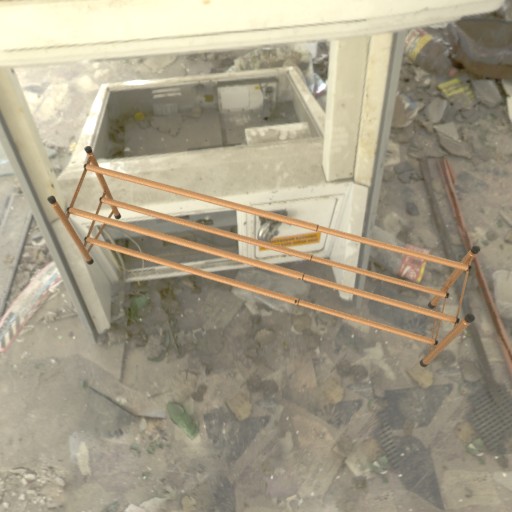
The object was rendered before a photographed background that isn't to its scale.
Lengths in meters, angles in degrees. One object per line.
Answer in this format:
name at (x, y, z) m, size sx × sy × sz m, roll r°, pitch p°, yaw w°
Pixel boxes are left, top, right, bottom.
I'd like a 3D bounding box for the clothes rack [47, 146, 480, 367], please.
clothes rack at (0.000, 0.000, 1.348) m, size 1.168 × 0.349 × 0.229 m, roll 16°, pitch 60°, yaw 10°
